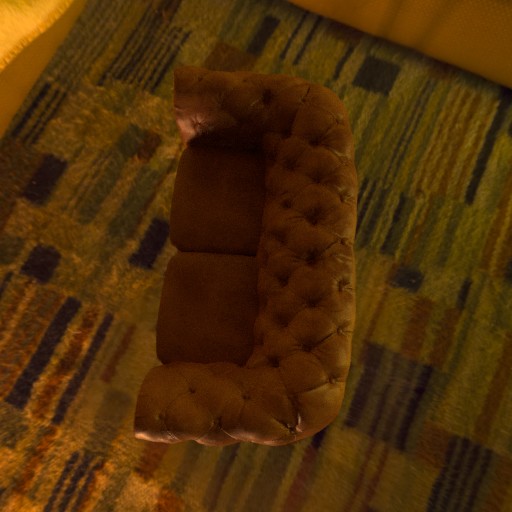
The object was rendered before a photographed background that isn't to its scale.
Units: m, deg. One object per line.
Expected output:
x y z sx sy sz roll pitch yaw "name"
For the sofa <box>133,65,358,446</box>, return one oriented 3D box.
0.000 0.000 2.569 1.042 0.877 1.979 4 76 1 "sofa"
